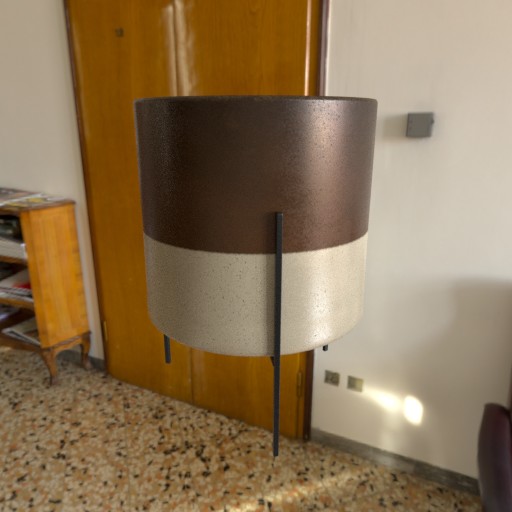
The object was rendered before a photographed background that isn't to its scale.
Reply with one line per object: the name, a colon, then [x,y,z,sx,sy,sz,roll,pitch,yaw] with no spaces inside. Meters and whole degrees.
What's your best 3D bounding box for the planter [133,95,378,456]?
planter: [0.000,0.000,0.702,0.345,0.465,0.354,-3,17,-8]
